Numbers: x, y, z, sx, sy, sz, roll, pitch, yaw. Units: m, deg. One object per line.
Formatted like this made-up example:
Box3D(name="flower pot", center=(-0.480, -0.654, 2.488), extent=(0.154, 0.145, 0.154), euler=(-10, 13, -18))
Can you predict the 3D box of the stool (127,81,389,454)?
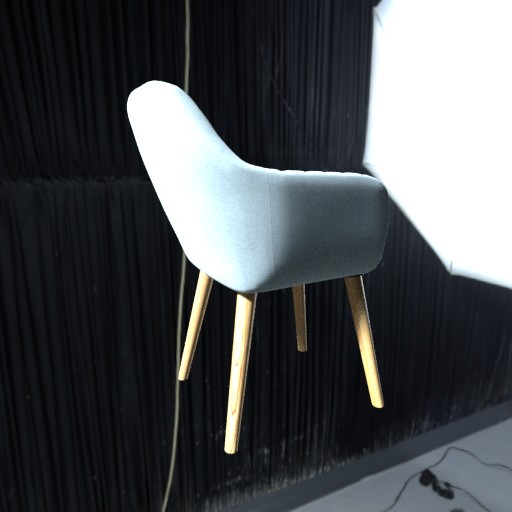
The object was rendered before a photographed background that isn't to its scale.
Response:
Box3D(name="stool", center=(0.000, 0.000, 1.199), extent=(0.590, 0.830, 0.503), euler=(-6, 15, -26))
